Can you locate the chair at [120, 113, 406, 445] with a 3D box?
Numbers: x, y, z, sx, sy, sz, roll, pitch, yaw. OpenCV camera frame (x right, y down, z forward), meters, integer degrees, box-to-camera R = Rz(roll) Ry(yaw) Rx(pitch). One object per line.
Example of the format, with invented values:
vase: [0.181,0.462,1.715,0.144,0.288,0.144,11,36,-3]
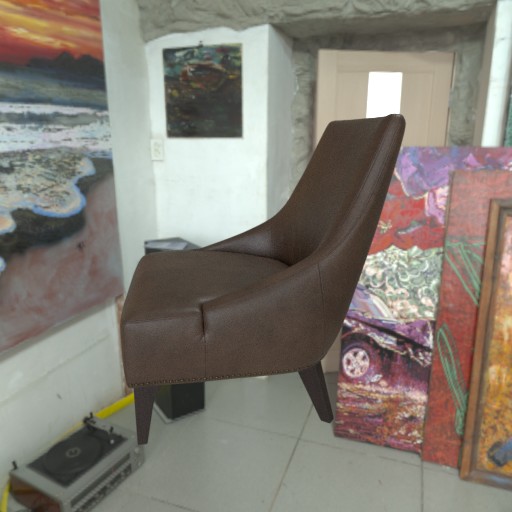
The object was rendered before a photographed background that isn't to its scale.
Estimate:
chair: [0.000,0.000,1.509,0.861,0.909,0.701,-2,15,-9]
